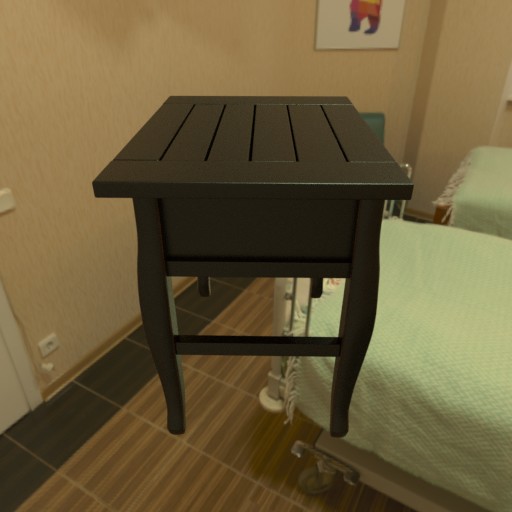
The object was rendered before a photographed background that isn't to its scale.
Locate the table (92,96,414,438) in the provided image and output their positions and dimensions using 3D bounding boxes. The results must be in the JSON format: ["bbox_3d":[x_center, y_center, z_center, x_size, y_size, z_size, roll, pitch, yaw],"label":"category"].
[{"bbox_3d":[0.000,0.000,1.041,0.460,0.604,0.602,1,31,1],"label":"table"}]
